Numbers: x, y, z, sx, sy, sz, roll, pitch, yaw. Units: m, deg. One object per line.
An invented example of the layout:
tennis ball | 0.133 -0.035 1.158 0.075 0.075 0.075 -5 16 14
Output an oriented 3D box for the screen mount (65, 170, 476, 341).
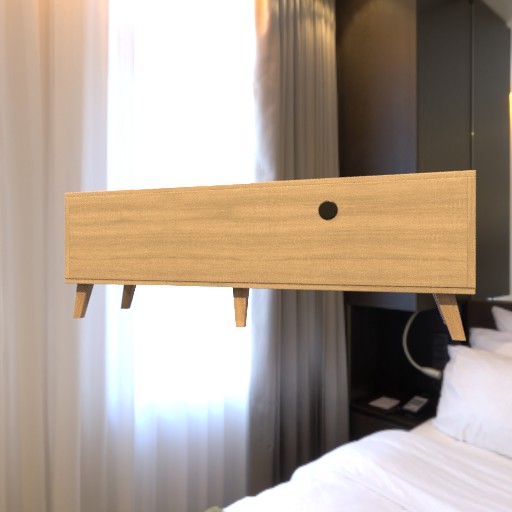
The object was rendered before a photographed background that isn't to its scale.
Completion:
screen mount | 0.000 0.000 1.732 1.500 0.509 0.401 0 0 19
